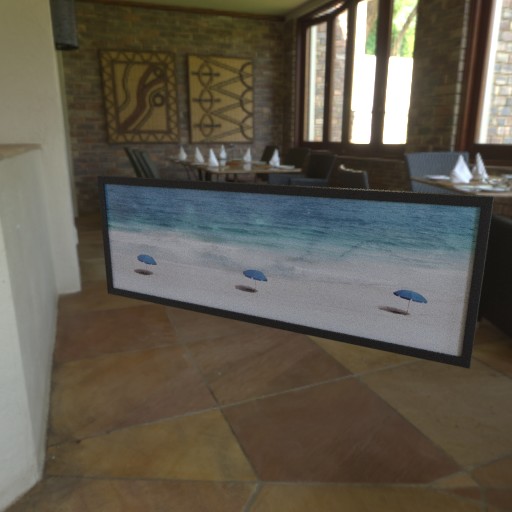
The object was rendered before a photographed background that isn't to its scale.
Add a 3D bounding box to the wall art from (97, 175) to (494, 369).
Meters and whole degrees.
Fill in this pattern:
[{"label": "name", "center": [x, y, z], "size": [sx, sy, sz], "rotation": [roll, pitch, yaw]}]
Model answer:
[{"label": "wall art", "center": [0.000, 0.000, 1.721], "size": [1.572, 0.554, 0.041], "rotation": [8, 17, 26]}]
